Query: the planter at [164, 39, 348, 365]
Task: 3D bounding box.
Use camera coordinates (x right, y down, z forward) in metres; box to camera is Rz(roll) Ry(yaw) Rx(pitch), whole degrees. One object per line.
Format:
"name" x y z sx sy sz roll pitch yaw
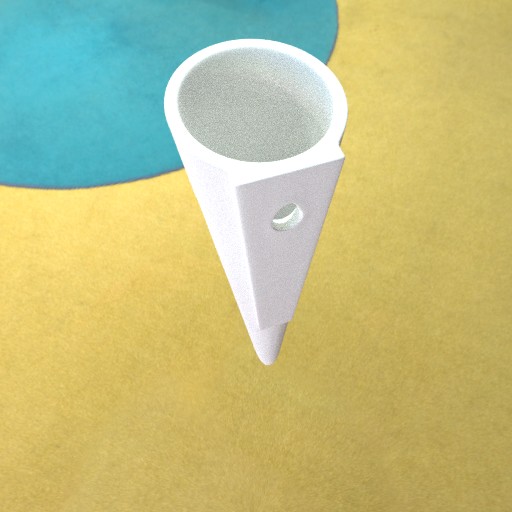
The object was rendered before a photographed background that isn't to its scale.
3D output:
"planter" 0.000 0.000 0.223 0.057 0.193 0.064 -16 61 -9
